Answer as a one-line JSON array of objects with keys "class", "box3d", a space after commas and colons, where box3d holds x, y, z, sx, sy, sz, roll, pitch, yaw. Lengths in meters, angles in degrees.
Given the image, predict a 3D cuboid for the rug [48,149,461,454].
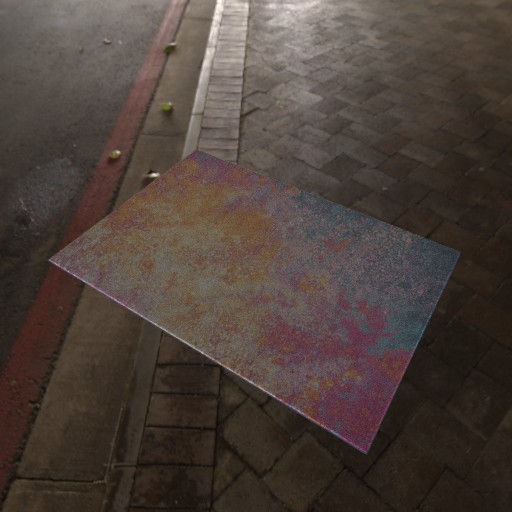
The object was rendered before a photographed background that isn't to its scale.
[{"class": "rug", "box3d": [0.000, 0.000, 3.767, 2.896, 0.013, 2.007, 25, 52, 22]}]
